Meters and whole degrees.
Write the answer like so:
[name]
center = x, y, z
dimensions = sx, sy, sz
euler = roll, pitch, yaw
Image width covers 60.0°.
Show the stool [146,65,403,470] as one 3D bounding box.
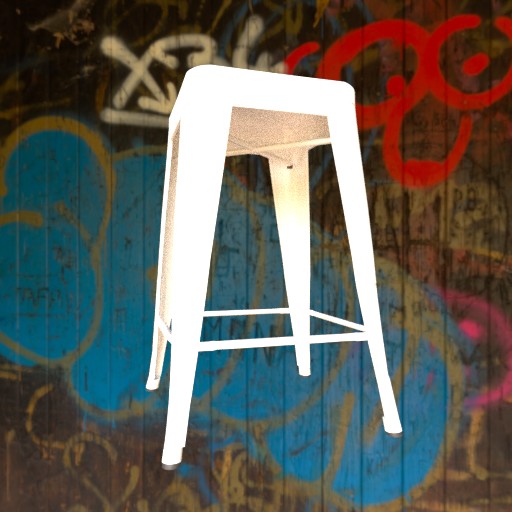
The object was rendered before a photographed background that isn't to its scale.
[stool]
center = 0.000, 0.000, 0.883
dimensions = 0.406, 0.610, 0.406
euler = 0, 0, -17
